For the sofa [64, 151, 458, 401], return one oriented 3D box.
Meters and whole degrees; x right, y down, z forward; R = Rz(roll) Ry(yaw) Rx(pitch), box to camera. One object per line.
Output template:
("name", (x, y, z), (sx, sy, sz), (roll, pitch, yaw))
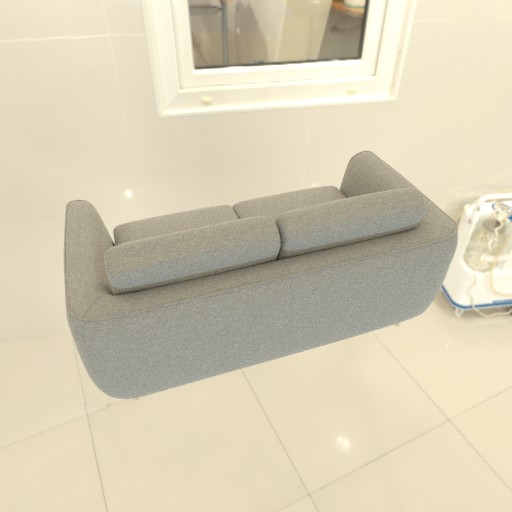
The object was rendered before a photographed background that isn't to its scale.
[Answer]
("sofa", (0.000, 0.000, 2.164), (1.700, 0.850, 0.920), (-12, 42, -14))
